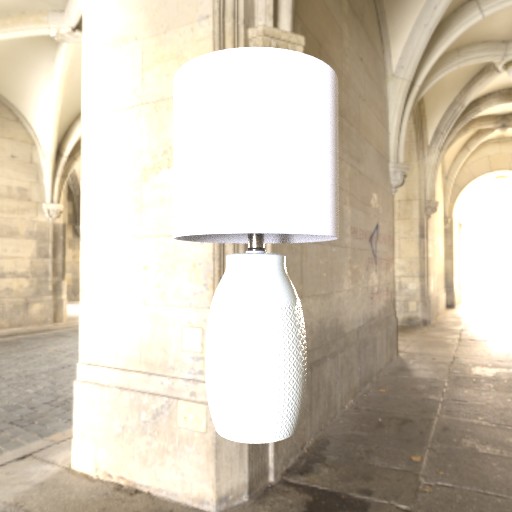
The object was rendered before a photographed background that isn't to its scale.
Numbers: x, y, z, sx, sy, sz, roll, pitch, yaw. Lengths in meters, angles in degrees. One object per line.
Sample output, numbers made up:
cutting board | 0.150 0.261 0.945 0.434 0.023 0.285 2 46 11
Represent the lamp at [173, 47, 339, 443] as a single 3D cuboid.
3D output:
lamp | 0.000 0.000 0.588 0.217 0.453 0.217 0 -2 -18
